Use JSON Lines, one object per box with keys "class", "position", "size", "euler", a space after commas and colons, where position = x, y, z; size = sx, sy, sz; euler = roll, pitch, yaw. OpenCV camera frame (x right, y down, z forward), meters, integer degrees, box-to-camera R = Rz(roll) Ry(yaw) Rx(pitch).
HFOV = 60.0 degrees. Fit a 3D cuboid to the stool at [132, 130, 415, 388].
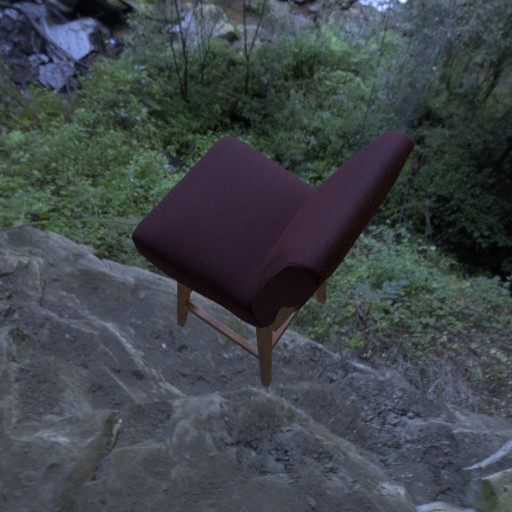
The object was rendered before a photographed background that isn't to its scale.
{"class": "stool", "position": [0.000, 0.000, 1.401], "size": [0.562, 1.093, 0.468], "euler": [32, 68, 15]}
